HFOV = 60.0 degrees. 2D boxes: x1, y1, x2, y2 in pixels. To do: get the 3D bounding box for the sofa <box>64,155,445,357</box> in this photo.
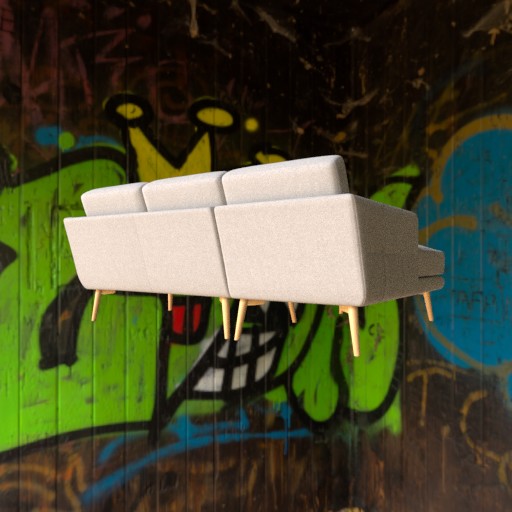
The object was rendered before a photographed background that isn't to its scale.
[{"bbox_3d":[0.000,0.000,2.906,2.040,0.860,1.530,0,0,35],"label":"sofa"}]
